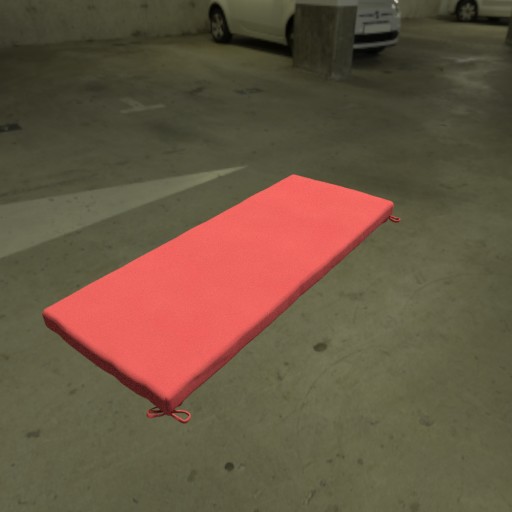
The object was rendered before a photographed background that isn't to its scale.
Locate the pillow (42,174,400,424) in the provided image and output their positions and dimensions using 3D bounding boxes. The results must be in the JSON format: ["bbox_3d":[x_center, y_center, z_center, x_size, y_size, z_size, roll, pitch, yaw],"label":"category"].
[{"bbox_3d":[0.000,0.000,1.378,0.492,0.081,1.187,22,39,31],"label":"pillow"}]
